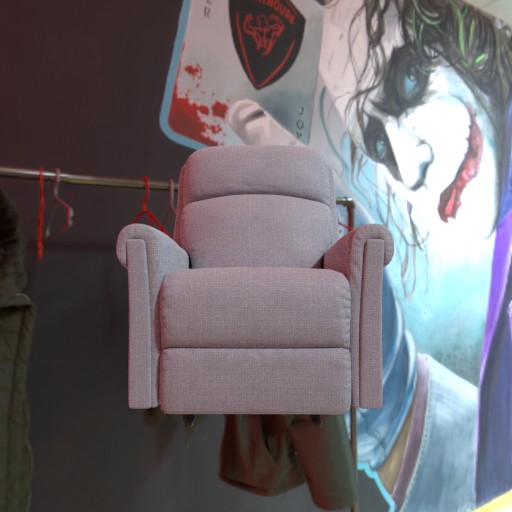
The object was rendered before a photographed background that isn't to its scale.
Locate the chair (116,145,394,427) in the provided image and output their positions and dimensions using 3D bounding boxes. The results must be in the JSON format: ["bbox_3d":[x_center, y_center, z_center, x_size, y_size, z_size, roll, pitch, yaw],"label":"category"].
[{"bbox_3d":[0.000,0.000,1.776,0.838,1.054,1.014,0,-1,0],"label":"chair"}]
